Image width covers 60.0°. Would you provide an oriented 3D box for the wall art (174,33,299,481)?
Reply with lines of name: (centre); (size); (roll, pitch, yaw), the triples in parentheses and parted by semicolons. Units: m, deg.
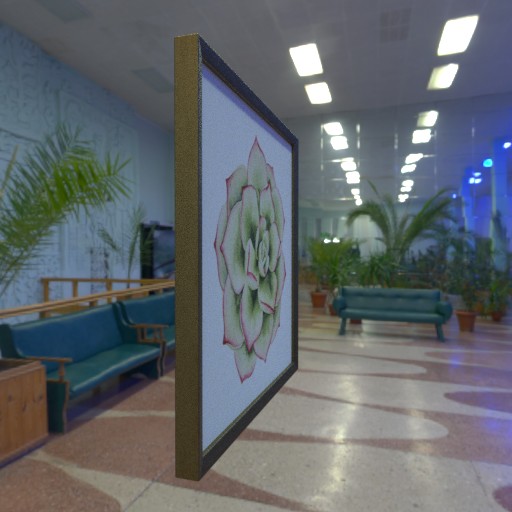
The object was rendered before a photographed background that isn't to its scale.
wall art: (0.000, 0.000, 0.742); (0.031, 0.506, 0.503); (0, 1, 18)
